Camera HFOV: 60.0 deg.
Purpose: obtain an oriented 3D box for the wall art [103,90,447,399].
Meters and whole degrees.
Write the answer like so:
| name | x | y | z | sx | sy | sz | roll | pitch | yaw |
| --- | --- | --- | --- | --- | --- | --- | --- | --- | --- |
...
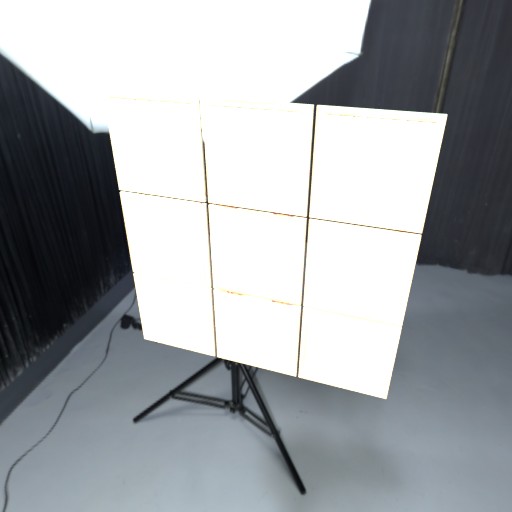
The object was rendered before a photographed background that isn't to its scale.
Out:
| name | x | y | z | sx | sy | sz | roll | pitch | yaw |
| --- | --- | --- | --- | --- | --- | --- | --- | --- | --- |
| wall art | 0.000 | 0.000 | 1.810 | 1.214 | 1.219 | 0.013 | 10 | 32 | 16 |
